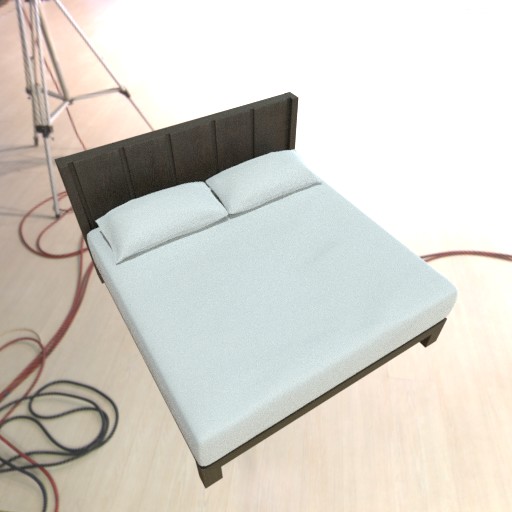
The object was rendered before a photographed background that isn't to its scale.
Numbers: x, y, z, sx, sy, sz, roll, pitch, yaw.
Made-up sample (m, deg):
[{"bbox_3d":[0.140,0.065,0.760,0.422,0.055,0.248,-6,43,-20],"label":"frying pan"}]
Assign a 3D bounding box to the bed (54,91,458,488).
[{"bbox_3d":[0.000,0.000,3.459,2.143,1.261,2.238,-24,50,-22],"label":"bed"}]
